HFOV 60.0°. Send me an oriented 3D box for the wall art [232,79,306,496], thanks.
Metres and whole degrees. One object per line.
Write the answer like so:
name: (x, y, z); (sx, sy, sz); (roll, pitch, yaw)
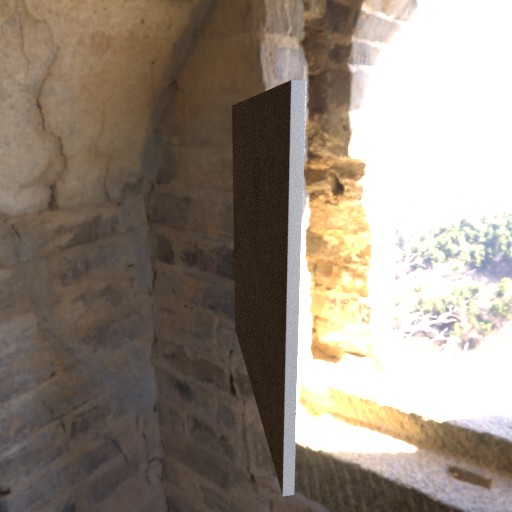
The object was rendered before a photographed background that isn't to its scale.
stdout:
wall art: (0.000, 0.000, 0.977); (0.020, 0.661, 0.664); (-3, 16, -9)
